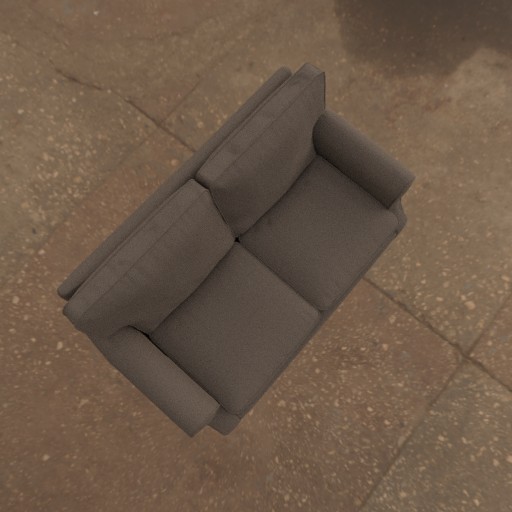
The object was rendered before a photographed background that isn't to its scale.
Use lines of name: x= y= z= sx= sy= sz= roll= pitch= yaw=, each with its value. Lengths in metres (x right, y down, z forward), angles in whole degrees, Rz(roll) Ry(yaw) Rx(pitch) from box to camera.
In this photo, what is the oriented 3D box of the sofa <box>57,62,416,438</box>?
sofa: x=0.000 y=0.000 z=2.239 sx=0.964 sy=0.937 sz=1.665 roll=41 pitch=79 yaw=10
